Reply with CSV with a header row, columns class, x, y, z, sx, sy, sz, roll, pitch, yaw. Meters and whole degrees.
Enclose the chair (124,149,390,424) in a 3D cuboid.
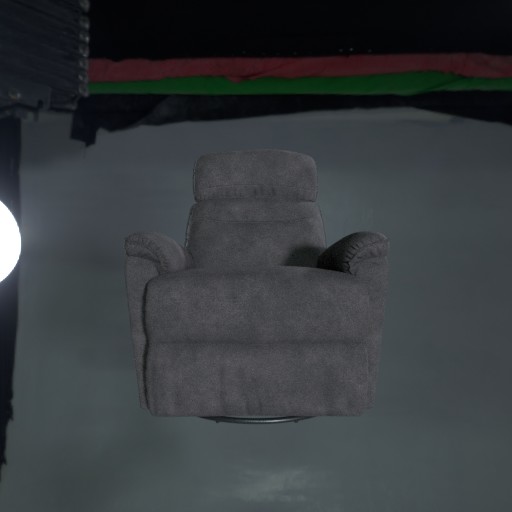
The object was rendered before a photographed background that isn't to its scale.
class,x,y,z,sx,sy,sz,roll,pitch,yaw
chair,0.000,0.000,1.756,0.830,1.035,1.009,0,0,0
